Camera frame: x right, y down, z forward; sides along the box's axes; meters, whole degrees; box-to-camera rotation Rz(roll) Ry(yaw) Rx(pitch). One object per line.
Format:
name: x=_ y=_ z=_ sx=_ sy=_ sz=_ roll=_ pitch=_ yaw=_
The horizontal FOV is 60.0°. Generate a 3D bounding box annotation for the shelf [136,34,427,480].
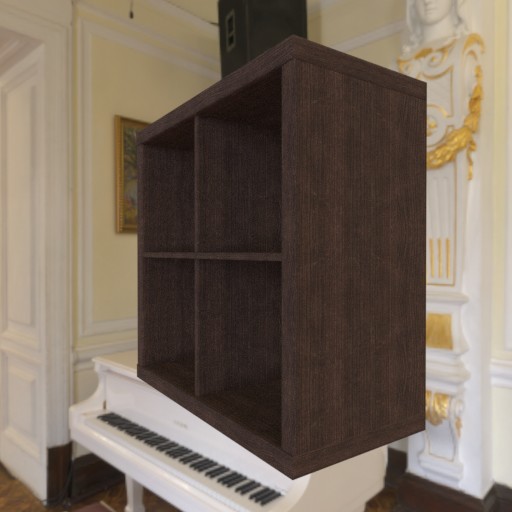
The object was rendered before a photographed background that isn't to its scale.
shelf: x=0.000 y=0.000 z=1.217 sx=0.390 sy=0.786 sz=0.790 roll=0 pitch=1 yaw=-35
